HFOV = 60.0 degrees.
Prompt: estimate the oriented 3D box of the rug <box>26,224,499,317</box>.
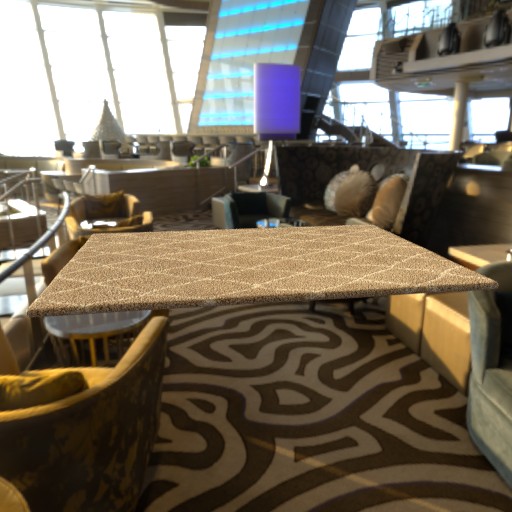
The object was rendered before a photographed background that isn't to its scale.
[{"bbox_3d":[0.000,0.000,2.209,1.778,0.030,1.219,-2,15,-9],"label":"rug"}]
